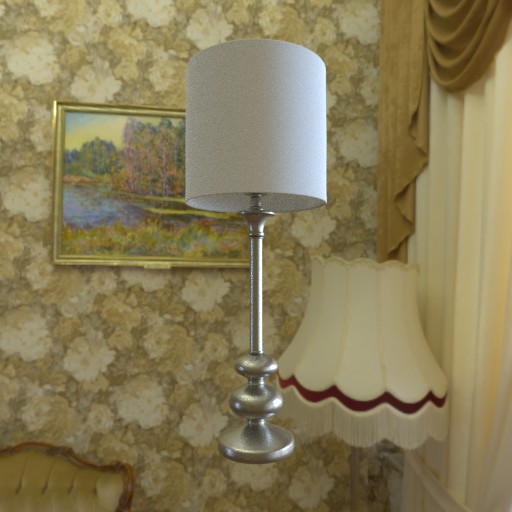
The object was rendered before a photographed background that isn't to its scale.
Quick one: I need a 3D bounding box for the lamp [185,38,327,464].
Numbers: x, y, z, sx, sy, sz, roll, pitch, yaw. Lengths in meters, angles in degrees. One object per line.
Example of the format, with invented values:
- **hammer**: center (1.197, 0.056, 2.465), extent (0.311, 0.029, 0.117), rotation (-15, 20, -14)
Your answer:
- **lamp**: center (0.000, 0.000, 0.803), extent (0.254, 0.690, 0.254), rotation (-1, -2, 36)
